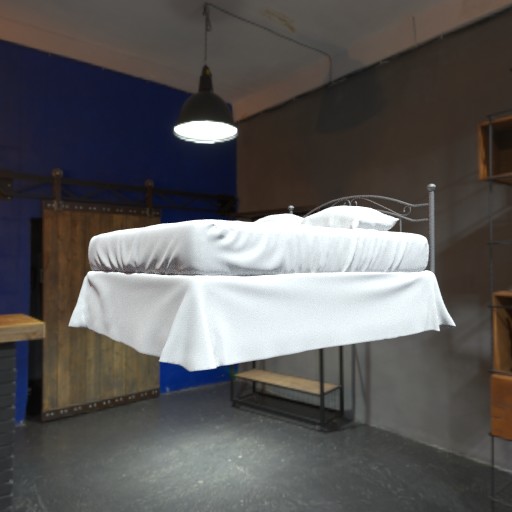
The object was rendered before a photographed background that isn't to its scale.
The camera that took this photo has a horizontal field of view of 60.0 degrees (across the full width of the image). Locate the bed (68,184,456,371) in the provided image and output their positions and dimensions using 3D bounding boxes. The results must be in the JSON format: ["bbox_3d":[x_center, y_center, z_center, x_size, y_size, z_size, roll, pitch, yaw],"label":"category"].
[{"bbox_3d":[0.000,0.000,3.299,2.215,1.080,1.936,1,-1,-37],"label":"bed"}]
